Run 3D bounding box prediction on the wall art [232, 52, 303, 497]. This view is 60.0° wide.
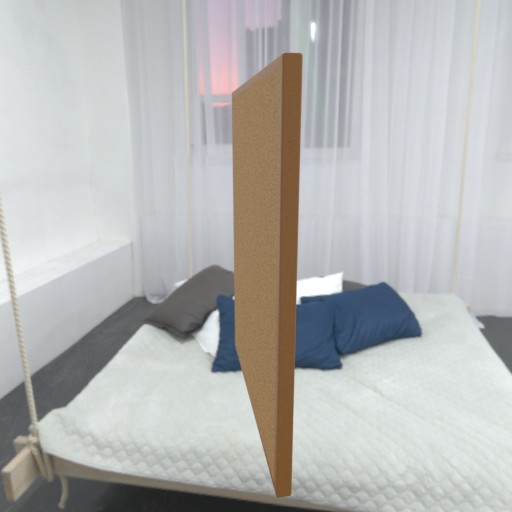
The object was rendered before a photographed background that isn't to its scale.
[{"bbox_3d":[0.000,0.000,0.741,0.022,0.553,0.452,-3,16,-9],"label":"wall art"}]
